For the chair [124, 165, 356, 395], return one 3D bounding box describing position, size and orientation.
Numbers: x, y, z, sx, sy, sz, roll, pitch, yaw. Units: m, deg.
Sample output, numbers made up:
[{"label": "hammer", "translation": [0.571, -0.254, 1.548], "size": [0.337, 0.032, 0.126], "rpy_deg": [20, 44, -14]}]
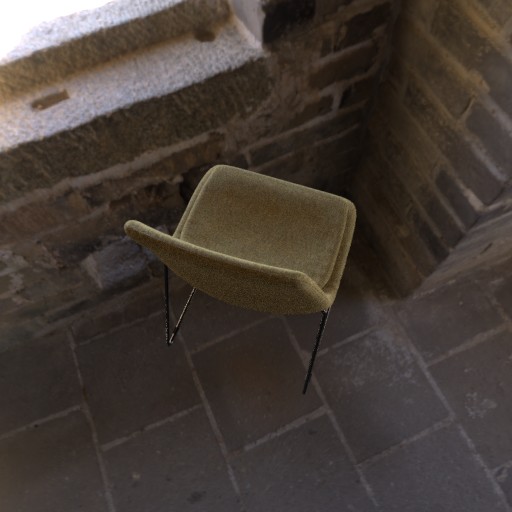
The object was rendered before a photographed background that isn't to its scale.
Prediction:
[{"label": "chair", "translation": [0.000, 0.000, 1.154], "size": [0.479, 0.849, 0.496], "rpy_deg": [17, 63, 9]}]
